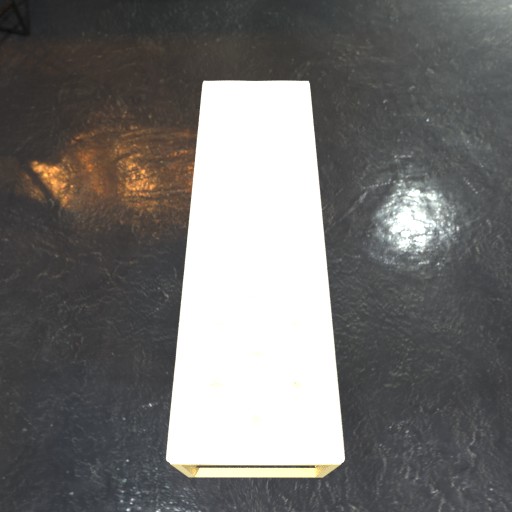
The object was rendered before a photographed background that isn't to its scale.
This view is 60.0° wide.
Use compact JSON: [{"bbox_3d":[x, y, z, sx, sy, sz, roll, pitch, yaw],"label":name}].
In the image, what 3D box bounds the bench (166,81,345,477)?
[{"bbox_3d":[0.000,0.000,1.682,0.457,0.484,1.473,0,59,0],"label":"bench"}]
